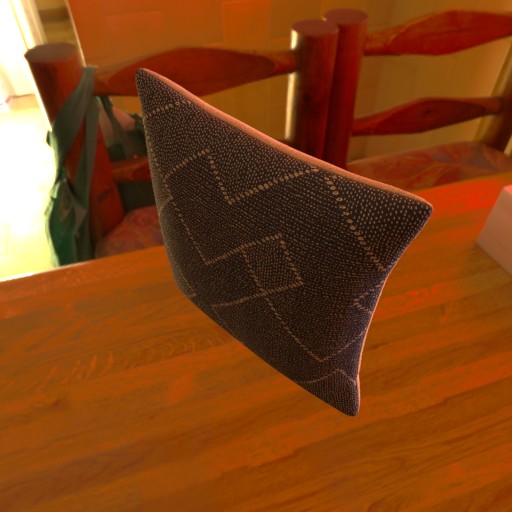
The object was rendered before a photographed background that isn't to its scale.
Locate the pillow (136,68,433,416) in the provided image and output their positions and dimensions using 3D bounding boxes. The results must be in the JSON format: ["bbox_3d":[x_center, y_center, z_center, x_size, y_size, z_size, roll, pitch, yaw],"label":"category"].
[{"bbox_3d":[0.000,0.000,0.650,0.435,0.428,0.148,33,55,27],"label":"pillow"}]
